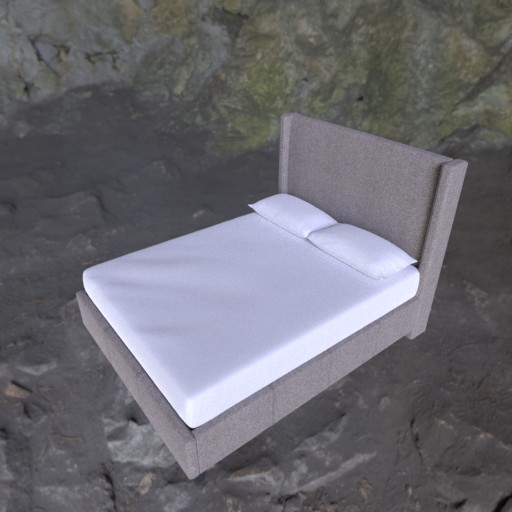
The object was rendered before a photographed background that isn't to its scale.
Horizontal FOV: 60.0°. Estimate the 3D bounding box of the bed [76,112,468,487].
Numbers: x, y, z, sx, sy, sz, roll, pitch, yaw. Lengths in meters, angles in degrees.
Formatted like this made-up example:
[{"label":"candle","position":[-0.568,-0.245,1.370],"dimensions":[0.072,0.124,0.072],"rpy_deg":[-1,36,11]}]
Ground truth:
[{"label":"bed","position":[0.000,0.000,3.295],"dimensions":[2.245,1.476,1.714],"rpy_deg":[-22,37,-32]}]
